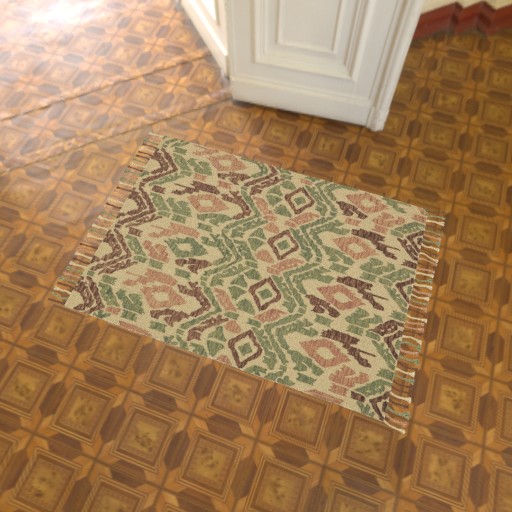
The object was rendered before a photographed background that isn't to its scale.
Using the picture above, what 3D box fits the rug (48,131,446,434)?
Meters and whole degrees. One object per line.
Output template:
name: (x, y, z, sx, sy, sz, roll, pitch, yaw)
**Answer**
rug: (0.000, 0.000, 2.342, 1.829, 0.010, 1.219, 18, 64, 9)
